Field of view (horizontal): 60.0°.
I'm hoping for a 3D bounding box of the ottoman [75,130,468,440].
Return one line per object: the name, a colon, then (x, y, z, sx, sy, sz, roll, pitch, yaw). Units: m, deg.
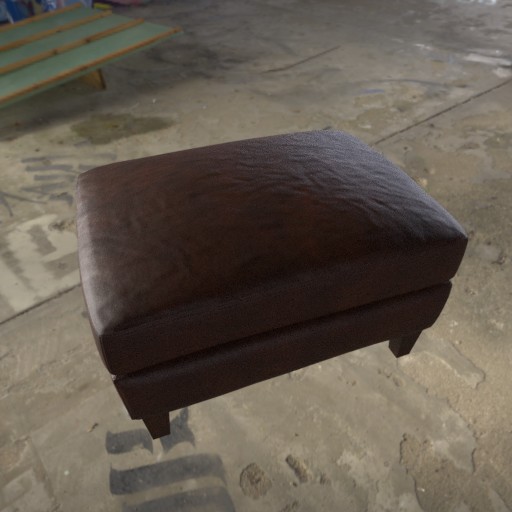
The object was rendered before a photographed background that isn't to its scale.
ottoman: (0.000, 0.000, 1.248, 0.887, 0.527, 0.659, -13, 42, -15)
